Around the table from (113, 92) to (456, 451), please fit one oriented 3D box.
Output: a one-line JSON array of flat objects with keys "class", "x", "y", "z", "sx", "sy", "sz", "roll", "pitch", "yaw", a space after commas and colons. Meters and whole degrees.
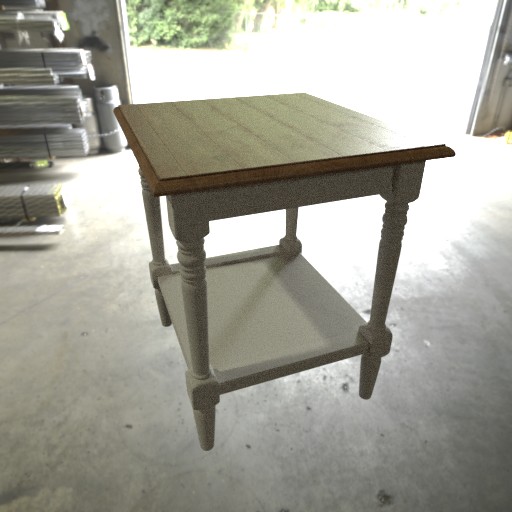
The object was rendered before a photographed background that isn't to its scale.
[{"class": "table", "x": 0.000, "y": 0.000, "z": 0.941, "sx": 0.457, "sy": 0.561, "sz": 0.508, "roll": -11, "pitch": 31, "yaw": -18}]
